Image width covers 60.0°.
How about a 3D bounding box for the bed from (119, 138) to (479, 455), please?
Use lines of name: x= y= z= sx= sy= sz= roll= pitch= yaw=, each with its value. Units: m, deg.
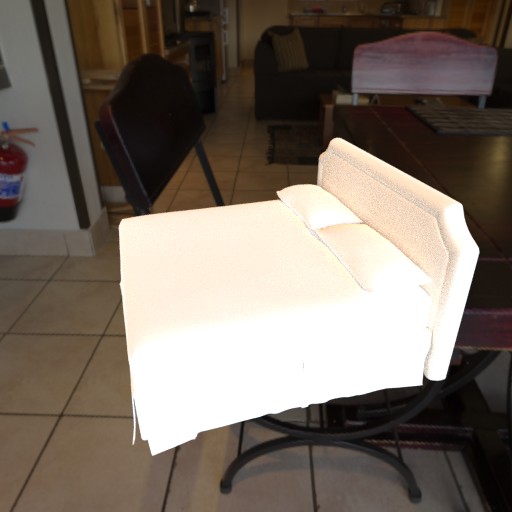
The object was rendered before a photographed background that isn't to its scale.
bed: x=0.000 y=0.000 z=3.491 sx=2.204 sy=1.301 sz=2.160 roll=-8 pitch=30 yaw=-15
